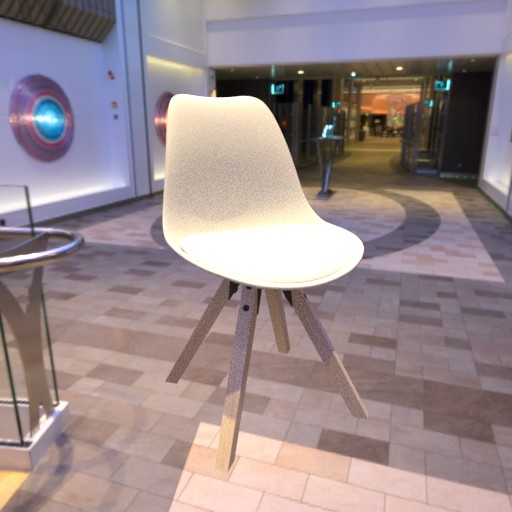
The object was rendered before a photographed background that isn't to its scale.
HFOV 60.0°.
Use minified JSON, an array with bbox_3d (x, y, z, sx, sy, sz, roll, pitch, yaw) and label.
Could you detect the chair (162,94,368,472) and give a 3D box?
[{"bbox_3d":[0.000,0.000,1.205,0.485,0.850,0.550,-8,19,-26],"label":"chair"}]
